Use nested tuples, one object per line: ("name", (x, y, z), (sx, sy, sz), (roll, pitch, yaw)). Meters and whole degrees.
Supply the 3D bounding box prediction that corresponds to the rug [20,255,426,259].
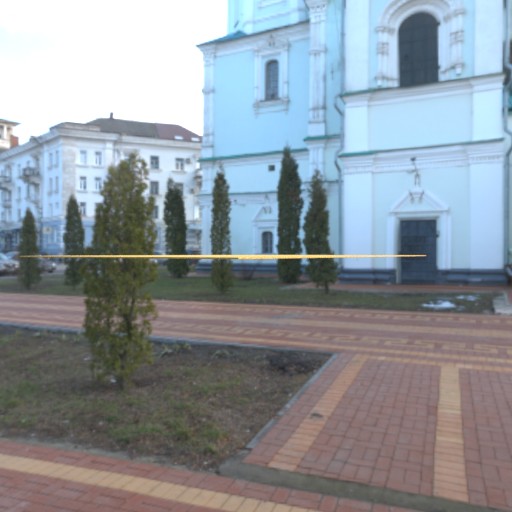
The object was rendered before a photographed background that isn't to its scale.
("rug", (0.000, 0.000, 2.892), (1.524, 0.006, 2.286), (0, 0, 36))
